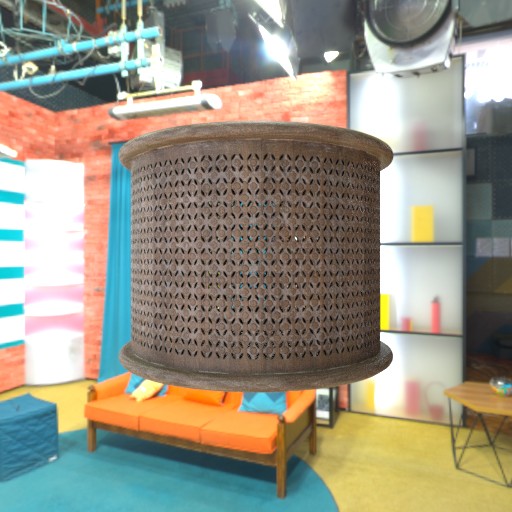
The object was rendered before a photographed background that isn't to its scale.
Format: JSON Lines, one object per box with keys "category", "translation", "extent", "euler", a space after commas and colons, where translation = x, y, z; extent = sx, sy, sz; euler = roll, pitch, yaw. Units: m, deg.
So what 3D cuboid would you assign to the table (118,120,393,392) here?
{"category": "table", "translation": [0.000, 0.000, 1.025], "extent": [0.607, 0.450, 0.607], "euler": [0, 0, 0]}
